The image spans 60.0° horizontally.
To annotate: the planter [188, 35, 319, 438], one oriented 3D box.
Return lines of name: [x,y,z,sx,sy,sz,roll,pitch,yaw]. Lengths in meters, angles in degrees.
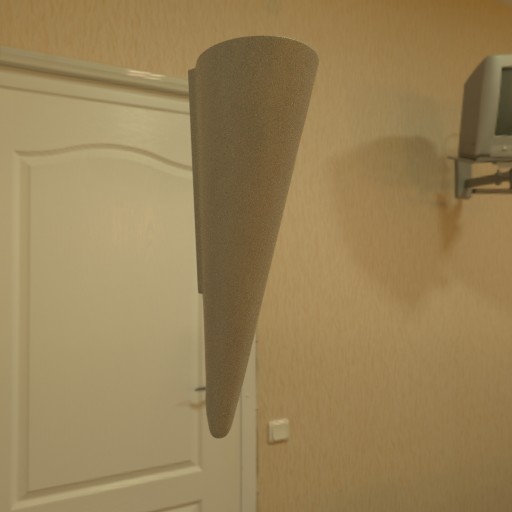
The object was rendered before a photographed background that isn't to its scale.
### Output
planter: [0.000,0.000,0.221,0.064,0.191,0.057,-1,-1,36]
